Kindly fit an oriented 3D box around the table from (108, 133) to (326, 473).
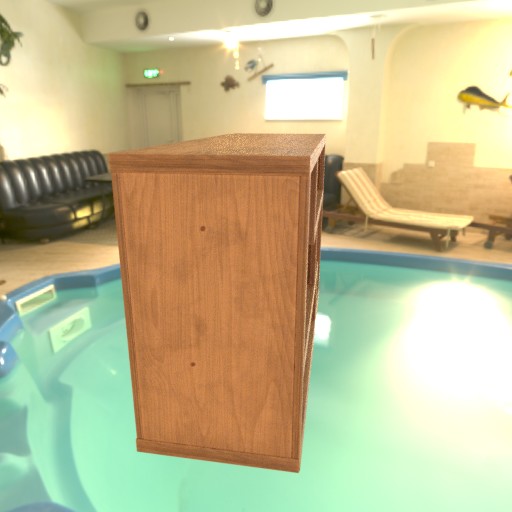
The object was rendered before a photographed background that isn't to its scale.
[{"bbox_3d":[0.000,0.000,1.522,0.410,0.771,1.151,3,18,10],"label":"table"}]
